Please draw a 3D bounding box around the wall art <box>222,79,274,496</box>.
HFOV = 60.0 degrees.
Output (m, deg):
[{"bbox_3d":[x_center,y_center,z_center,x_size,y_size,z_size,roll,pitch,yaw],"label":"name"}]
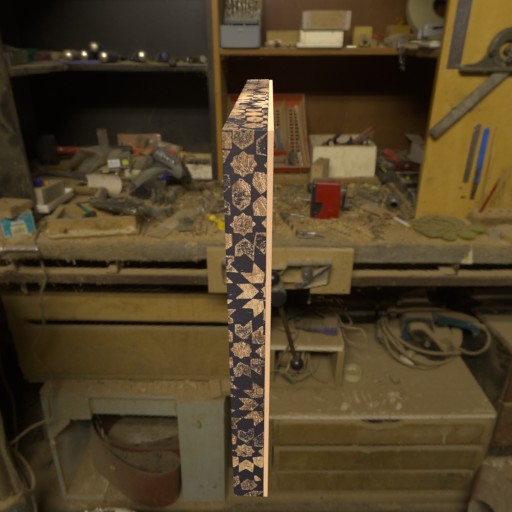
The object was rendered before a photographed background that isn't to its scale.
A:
[{"bbox_3d":[0.000,0.000,0.591,0.038,0.405,0.405,1,26,2],"label":"wall art"}]
